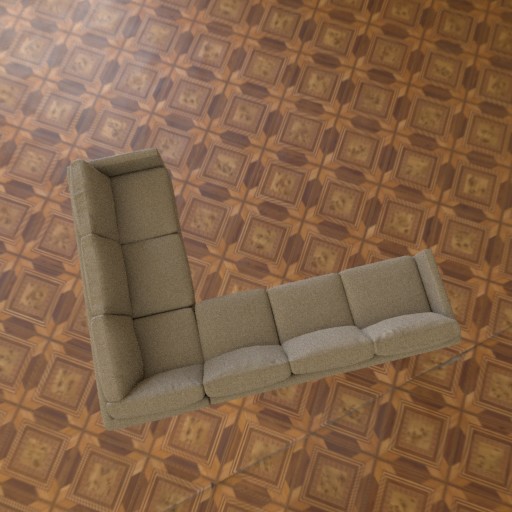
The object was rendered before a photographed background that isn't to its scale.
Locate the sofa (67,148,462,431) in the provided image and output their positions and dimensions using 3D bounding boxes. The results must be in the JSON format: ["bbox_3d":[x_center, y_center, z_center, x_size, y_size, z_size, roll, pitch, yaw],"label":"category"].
[{"bbox_3d":[0.000,0.000,4.425,3.302,0.947,2.593,-13,76,-3],"label":"sofa"}]
